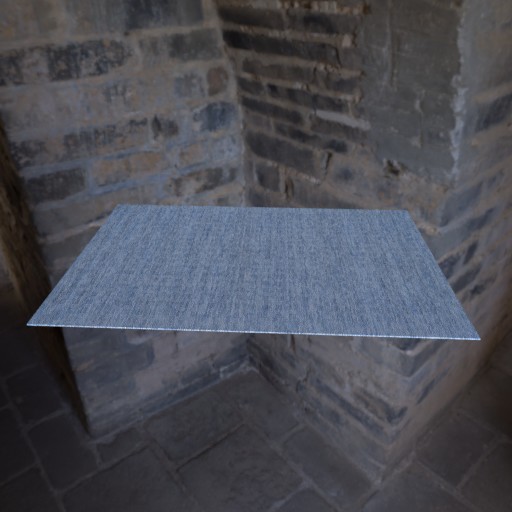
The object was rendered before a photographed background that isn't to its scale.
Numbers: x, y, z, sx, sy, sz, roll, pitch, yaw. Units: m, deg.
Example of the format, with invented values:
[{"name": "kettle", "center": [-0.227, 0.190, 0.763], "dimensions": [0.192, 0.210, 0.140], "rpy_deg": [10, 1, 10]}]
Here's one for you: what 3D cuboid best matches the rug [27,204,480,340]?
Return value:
[{"name": "rug", "center": [0.000, 0.000, 2.199], "dimensions": [1.752, 0.006, 1.142], "rpy_deg": [1, 31, 2]}]
